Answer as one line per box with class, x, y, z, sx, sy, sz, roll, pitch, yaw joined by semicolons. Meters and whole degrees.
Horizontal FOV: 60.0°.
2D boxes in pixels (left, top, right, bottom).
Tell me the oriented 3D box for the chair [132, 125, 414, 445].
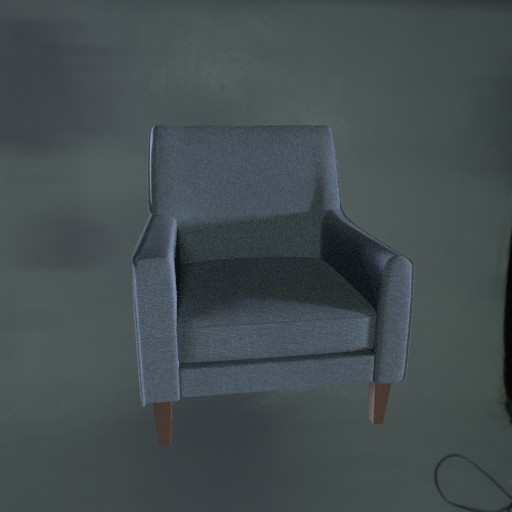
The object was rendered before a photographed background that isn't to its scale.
chair;0.000;0.000;1.609;0.780;0.919;0.899;-2;16;-8
